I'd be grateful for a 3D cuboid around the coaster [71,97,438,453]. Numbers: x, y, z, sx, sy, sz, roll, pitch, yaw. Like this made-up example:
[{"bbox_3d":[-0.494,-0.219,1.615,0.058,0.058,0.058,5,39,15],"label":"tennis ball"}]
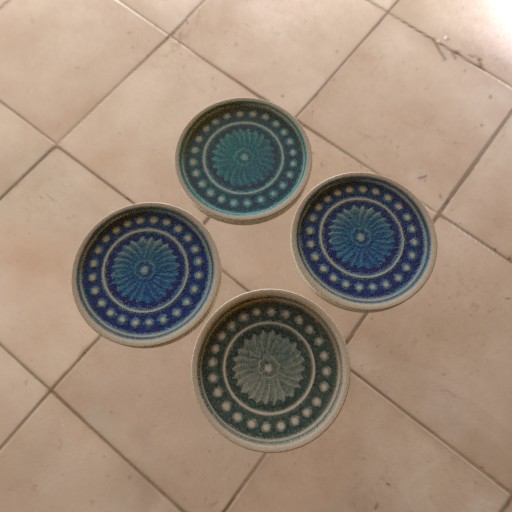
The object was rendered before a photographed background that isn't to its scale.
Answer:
[{"bbox_3d":[0.000,0.000,0.328,0.220,0.010,0.224,36,77,10],"label":"coaster"}]
